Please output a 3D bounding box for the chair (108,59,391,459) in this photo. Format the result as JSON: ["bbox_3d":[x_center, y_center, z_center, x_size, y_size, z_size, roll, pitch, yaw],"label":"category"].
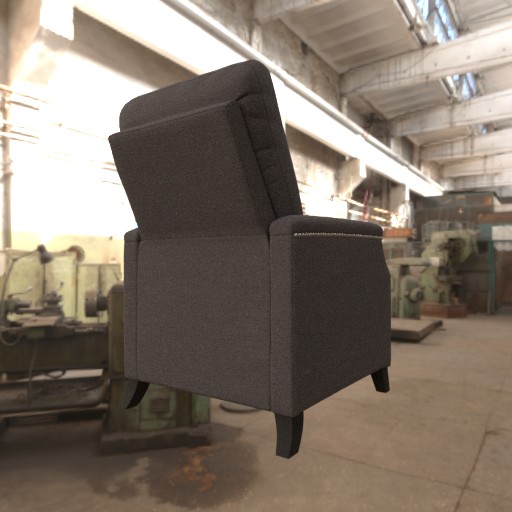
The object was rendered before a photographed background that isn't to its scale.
[{"bbox_3d":[0.000,0.000,1.602,0.710,1.049,0.922,-1,-1,36],"label":"chair"}]
